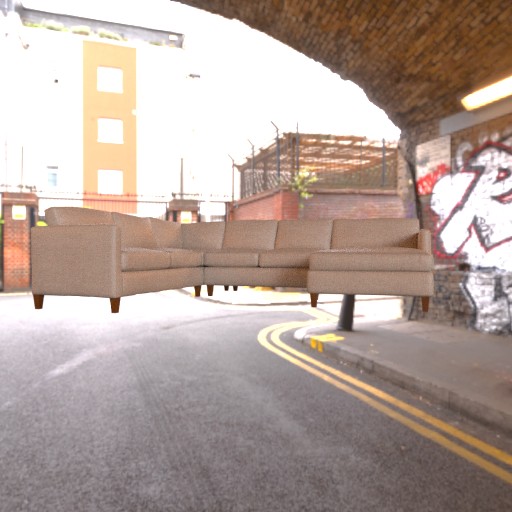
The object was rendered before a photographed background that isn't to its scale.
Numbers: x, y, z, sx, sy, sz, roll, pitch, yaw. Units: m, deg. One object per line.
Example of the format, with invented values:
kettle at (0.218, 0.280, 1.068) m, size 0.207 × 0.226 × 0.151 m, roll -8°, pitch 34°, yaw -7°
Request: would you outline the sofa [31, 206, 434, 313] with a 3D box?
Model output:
sofa at (0.000, 0.000, 4.625) m, size 3.460 × 0.961 × 2.594 m, roll 0°, pitch 0°, yaw 19°
